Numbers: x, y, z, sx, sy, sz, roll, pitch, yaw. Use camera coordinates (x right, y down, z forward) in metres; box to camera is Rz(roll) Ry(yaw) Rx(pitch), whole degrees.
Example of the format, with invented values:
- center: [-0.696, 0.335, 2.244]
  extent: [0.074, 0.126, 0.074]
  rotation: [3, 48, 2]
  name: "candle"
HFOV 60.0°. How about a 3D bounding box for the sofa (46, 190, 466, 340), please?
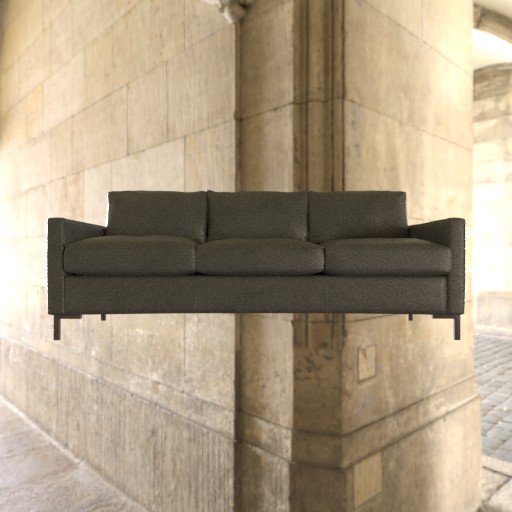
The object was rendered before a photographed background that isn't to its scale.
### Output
- center: [0.000, 0.000, 2.420]
  extent: [2.029, 0.805, 0.748]
  rotation: [0, 0, 0]
  name: "sofa"
